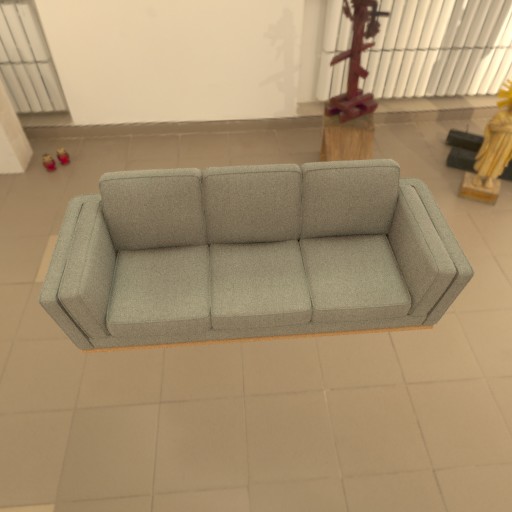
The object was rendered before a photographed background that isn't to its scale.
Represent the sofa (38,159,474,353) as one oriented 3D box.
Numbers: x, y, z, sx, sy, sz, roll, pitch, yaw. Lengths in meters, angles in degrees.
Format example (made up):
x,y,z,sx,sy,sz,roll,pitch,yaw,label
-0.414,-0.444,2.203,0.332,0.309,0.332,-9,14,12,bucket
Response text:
x,y,z,sx,sy,sz,roll,pitch,yaw,label
0.000,0.000,2.822,2.362,0.899,0.903,-3,47,-3,sofa
